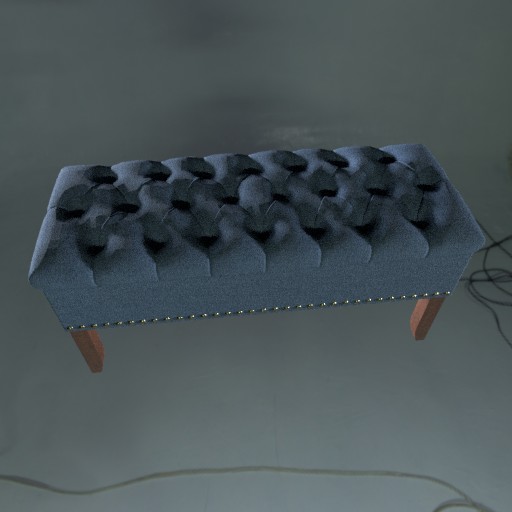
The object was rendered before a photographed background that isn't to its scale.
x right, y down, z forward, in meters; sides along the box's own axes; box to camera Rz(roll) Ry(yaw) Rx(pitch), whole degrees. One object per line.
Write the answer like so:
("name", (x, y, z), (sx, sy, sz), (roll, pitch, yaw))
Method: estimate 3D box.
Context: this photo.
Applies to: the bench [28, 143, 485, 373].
("bench", (0.000, 0.000, 1.290), (1.052, 0.492, 0.417), (-5, 47, -4))
